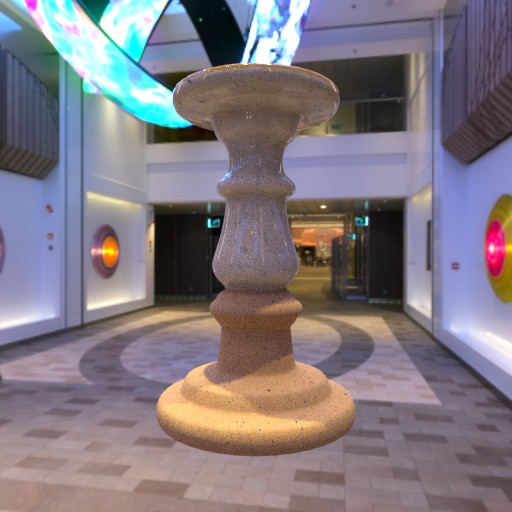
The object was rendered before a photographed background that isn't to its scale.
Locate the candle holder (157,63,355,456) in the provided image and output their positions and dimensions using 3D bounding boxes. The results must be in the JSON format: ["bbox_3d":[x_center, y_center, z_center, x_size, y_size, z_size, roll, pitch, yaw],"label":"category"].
[{"bbox_3d":[0.000,0.000,0.281,0.123,0.202,0.123,0,0,0],"label":"candle holder"}]
